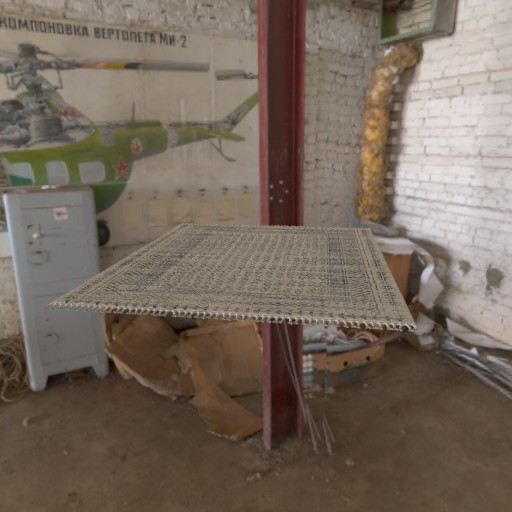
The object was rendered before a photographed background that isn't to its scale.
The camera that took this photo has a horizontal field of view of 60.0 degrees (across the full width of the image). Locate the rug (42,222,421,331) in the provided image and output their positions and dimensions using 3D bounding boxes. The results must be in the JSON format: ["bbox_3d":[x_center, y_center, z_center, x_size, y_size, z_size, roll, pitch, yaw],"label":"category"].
[{"bbox_3d":[0.000,0.000,4.029,2.312,0.013,2.940,2,15,8],"label":"rug"}]
